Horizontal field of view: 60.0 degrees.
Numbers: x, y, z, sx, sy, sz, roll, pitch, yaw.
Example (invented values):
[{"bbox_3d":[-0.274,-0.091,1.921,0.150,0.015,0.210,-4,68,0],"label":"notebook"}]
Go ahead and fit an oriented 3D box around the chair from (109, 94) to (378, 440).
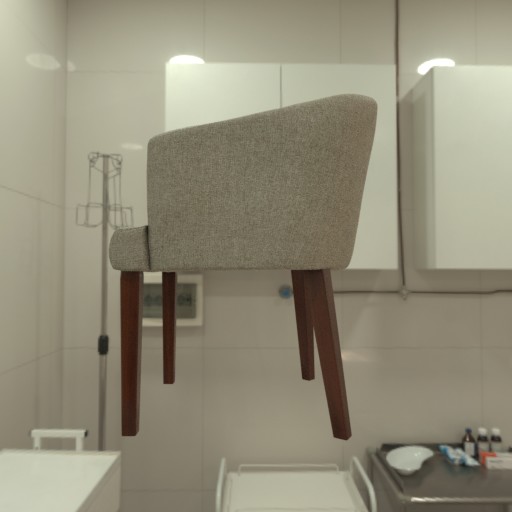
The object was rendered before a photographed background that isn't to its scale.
[{"bbox_3d":[0.000,0.000,1.231,0.655,0.811,0.583,0,-2,-1],"label":"chair"}]
